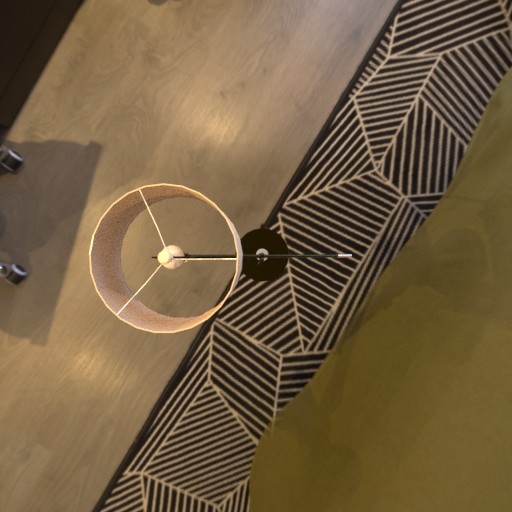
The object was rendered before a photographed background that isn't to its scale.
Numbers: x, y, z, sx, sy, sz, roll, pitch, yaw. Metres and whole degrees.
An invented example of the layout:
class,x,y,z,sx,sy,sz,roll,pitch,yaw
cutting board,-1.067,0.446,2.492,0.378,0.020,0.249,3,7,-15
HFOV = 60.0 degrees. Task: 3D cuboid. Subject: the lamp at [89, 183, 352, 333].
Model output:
class,x,y,z,sx,sy,sz,roll,pitch,yaw
lamp,0.000,0.000,1.912,0.809,1.635,0.373,0,90,1
